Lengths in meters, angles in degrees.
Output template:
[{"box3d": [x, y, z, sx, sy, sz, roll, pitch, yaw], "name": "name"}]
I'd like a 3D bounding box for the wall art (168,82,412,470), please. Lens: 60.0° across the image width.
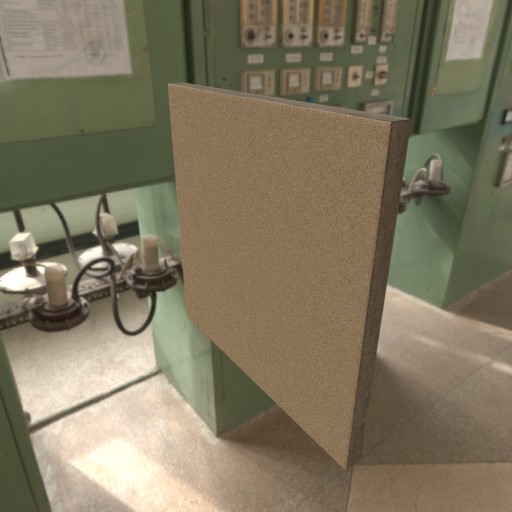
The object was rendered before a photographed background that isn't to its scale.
[{"box3d": [0.000, 0.000, 1.102, 0.050, 0.751, 0.749, -18, 31, -32], "name": "wall art"}]
